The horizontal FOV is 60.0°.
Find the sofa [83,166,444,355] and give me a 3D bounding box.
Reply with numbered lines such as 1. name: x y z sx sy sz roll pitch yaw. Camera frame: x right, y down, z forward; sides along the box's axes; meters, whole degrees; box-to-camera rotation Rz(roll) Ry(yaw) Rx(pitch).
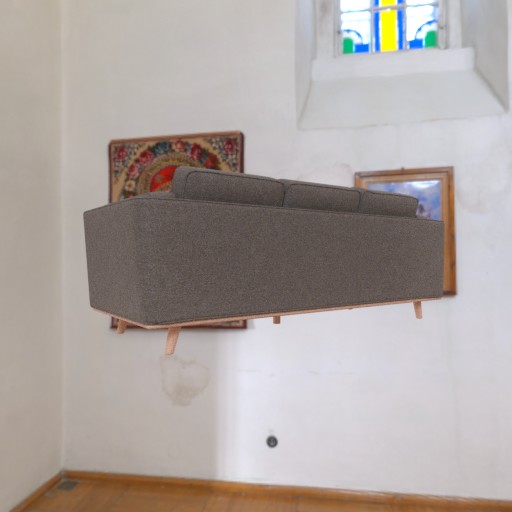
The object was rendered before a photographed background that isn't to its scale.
1. sofa: 0.000 0.000 3.253 2.411 0.929 1.604 0 0 -36
